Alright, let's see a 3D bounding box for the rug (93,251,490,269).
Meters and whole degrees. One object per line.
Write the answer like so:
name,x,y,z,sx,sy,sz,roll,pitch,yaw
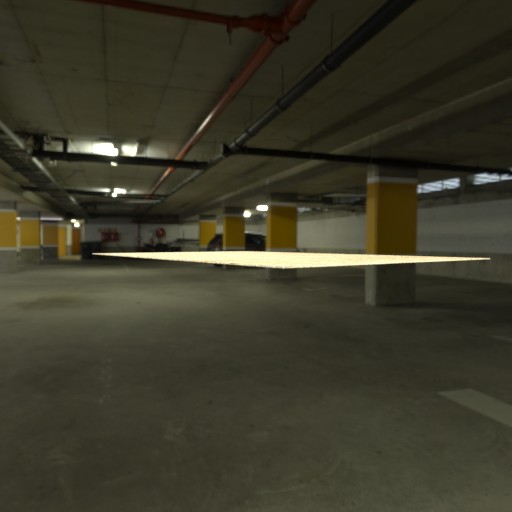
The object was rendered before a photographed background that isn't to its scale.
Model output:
rug,0.000,0.000,3.060,1.529,0.009,2.446,-1,2,-36
